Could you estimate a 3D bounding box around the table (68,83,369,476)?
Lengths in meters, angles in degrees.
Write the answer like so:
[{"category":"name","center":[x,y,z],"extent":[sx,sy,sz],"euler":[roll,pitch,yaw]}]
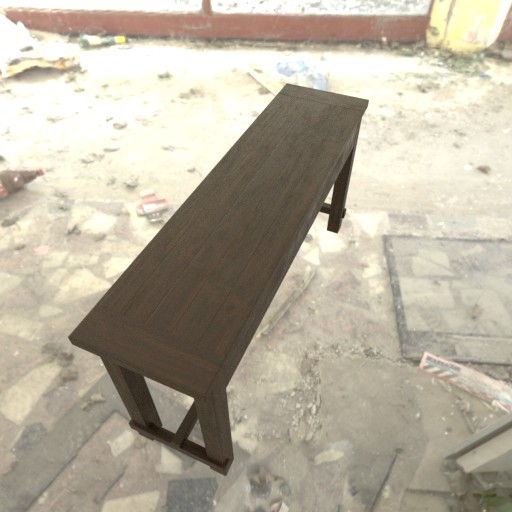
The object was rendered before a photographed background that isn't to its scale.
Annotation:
[{"category":"table","center":[0.000,0.000,1.898],"extent":[0.442,0.762,1.599],"euler":[18,49,16]}]
